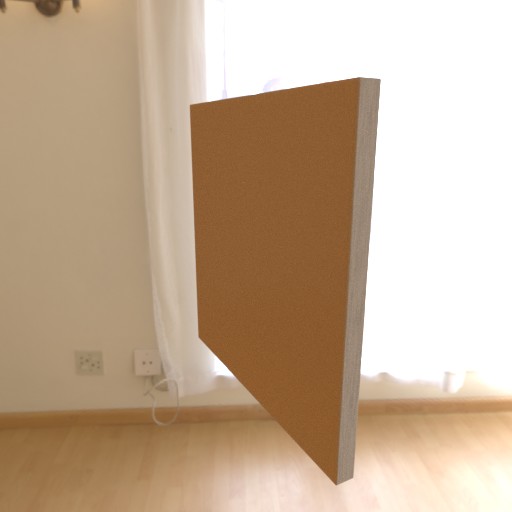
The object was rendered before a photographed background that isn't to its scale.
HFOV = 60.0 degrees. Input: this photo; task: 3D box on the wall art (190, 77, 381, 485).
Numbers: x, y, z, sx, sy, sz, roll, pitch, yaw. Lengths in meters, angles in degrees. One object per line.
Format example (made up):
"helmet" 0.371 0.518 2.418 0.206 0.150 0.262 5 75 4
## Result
"wall art" 0.000 0.000 1.886 0.078 1.288 1.287 -8 17 -27
